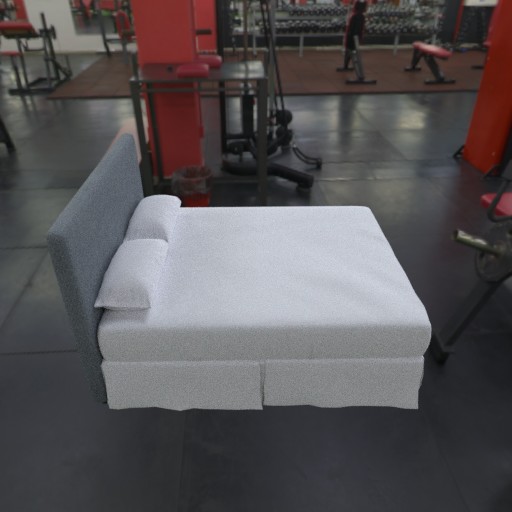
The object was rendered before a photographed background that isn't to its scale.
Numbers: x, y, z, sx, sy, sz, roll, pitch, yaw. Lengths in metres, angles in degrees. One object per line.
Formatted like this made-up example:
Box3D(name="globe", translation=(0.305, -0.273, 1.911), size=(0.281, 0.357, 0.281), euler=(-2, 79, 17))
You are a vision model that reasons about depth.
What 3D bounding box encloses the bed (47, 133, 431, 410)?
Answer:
Box3D(name="bed", translation=(0.000, 0.000, 3.212), size=(2.142, 1.330, 1.713), euler=(-1, 33, -1))
